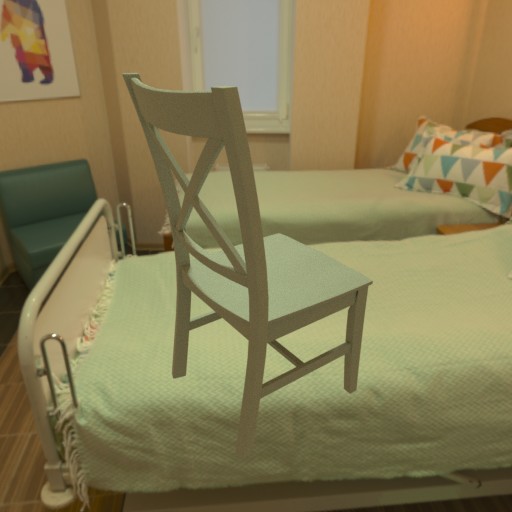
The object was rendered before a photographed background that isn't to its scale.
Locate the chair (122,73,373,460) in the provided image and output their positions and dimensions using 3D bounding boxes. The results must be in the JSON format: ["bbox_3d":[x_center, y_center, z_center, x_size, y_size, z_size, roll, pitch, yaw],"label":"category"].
[{"bbox_3d":[0.000,0.000,1.295,0.542,0.983,0.485,-17,31,-32],"label":"chair"}]
